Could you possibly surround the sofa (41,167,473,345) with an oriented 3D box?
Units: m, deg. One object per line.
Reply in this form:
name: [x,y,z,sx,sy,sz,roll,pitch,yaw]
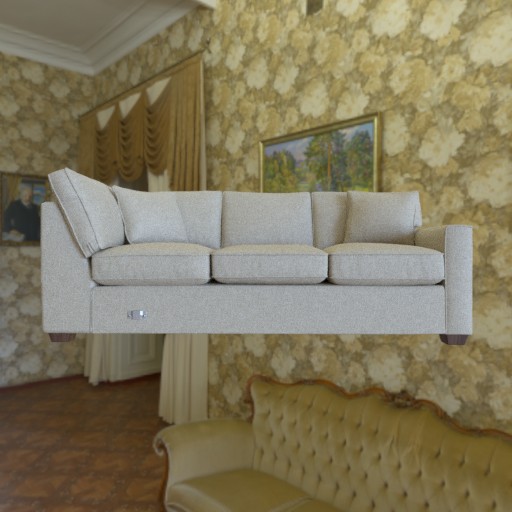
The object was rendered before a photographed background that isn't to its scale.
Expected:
sofa: [0.000,0.000,2.834,2.323,0.948,1.053,0,0,1]
